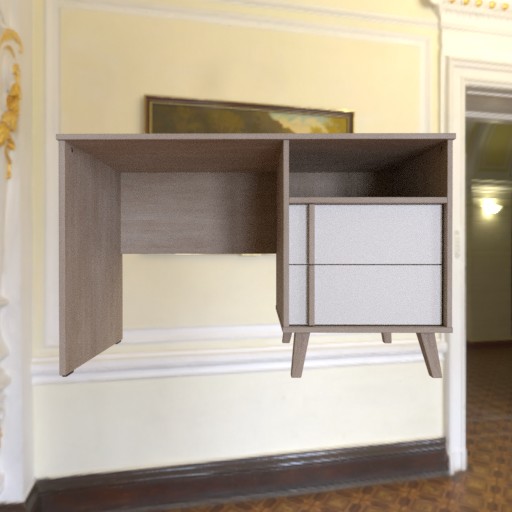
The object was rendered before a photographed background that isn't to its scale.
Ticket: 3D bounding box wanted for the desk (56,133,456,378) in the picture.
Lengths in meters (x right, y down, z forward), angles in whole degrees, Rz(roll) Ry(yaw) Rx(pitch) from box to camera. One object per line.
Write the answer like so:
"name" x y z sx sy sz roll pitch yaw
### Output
"desk" 0.000 0.000 1.686 1.251 0.770 0.600 0 0 0
